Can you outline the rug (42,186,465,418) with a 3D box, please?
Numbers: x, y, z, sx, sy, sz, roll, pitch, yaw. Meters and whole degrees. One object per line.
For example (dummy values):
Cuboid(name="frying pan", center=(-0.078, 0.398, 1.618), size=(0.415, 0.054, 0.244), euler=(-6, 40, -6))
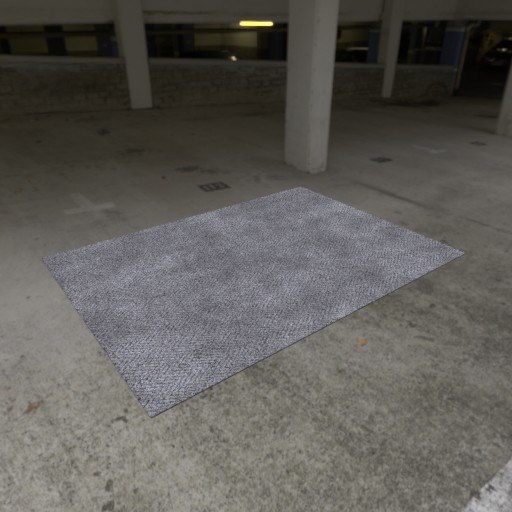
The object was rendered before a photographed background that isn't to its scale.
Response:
Cuboid(name="rug", center=(0.000, 0.000, 2.867), size=(2.235, 0.008, 1.600), euler=(-20, 34, -32))
